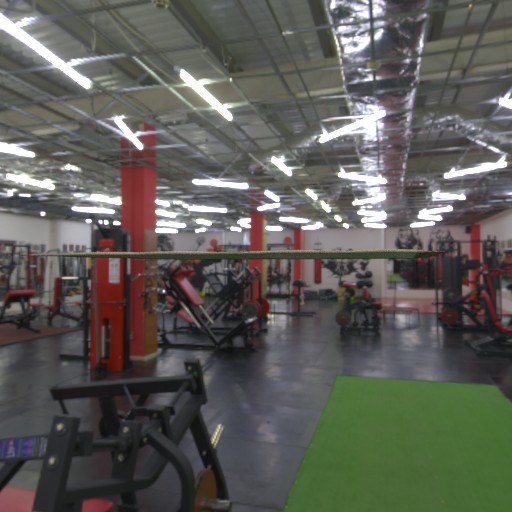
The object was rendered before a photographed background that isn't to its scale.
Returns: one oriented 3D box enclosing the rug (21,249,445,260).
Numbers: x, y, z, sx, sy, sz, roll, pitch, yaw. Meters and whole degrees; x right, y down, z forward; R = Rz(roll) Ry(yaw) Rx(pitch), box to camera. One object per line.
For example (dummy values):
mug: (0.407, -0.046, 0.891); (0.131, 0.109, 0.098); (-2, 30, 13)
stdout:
rug: (0.000, 0.000, 4.091); (3.061, 0.034, 2.426); (0, -1, 19)
